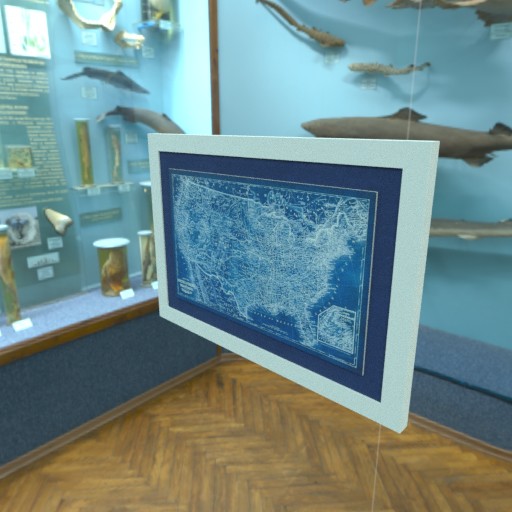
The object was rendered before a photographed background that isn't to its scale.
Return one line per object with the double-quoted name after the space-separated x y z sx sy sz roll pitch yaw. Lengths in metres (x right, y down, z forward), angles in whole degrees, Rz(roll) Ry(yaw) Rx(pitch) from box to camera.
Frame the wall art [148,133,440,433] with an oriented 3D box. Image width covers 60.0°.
0.000 0.000 1.730 1.308 0.902 0.051 15 22 41 "wall art"
